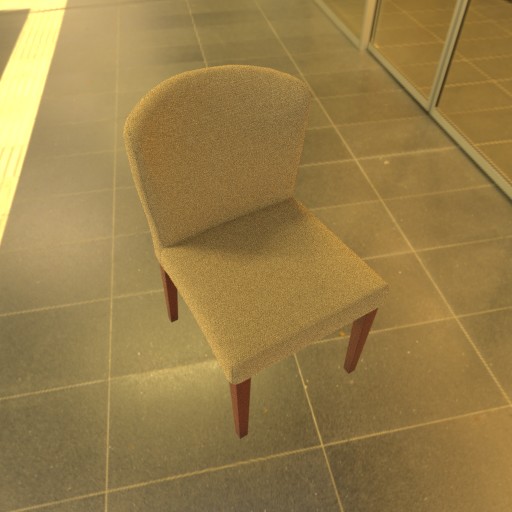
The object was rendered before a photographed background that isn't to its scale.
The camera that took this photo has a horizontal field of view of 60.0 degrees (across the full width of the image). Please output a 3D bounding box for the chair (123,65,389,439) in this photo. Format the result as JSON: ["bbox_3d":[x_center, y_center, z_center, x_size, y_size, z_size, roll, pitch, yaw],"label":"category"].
[{"bbox_3d":[0.000,0.000,1.233,0.491,0.839,0.589,-24,50,-21],"label":"chair"}]
